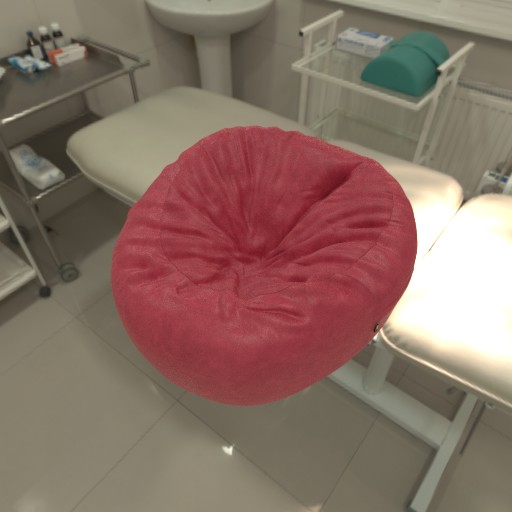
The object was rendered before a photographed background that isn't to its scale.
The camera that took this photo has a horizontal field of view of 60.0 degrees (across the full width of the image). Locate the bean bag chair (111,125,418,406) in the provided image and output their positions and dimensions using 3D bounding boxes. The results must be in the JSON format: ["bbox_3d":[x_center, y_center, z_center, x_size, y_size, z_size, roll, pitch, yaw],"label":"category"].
[{"bbox_3d":[0.000,0.000,2.421,1.524,0.878,1.524,29,53,25],"label":"bean bag chair"}]
